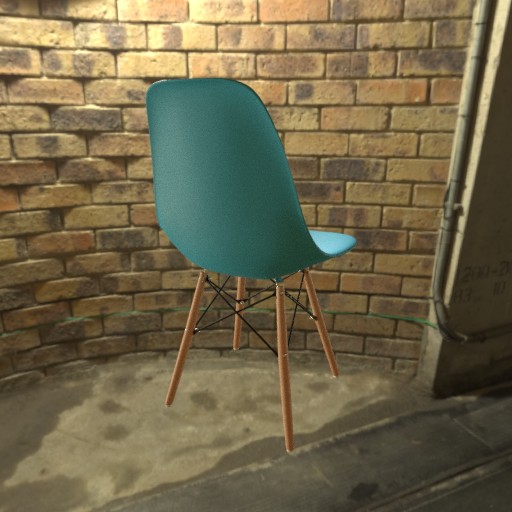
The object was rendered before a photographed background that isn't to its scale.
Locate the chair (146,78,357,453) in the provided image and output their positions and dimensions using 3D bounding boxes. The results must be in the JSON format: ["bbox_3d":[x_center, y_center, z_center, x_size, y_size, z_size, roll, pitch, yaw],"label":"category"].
[{"bbox_3d":[0.000,0.000,1.155,0.470,0.826,0.531,9,20,27],"label":"chair"}]
